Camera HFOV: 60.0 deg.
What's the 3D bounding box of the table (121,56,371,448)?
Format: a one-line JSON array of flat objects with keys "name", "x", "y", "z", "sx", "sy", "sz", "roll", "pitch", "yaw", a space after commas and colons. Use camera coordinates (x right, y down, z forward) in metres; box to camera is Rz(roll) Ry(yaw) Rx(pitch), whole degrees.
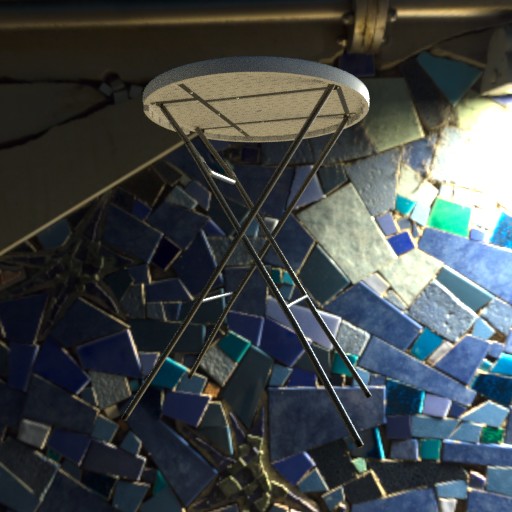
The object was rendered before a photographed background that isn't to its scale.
[{"name": "table", "x": 0.000, "y": 0.000, "z": 1.611, "sx": 0.795, "sy": 1.105, "sz": 0.792, "roll": 0, "pitch": 1, "yaw": 17}]
